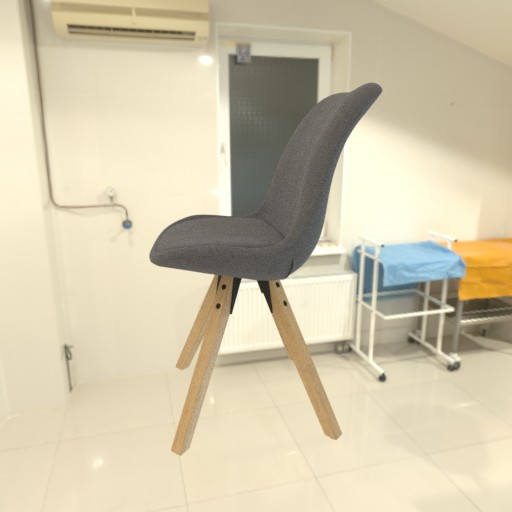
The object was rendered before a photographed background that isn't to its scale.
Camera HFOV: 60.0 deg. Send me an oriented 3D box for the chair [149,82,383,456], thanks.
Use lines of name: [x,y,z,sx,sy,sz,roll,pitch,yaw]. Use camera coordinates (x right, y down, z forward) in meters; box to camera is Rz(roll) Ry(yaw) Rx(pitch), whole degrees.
chair: [0.000,0.000,1.187,0.550,0.850,0.485,-2,15,-8]
